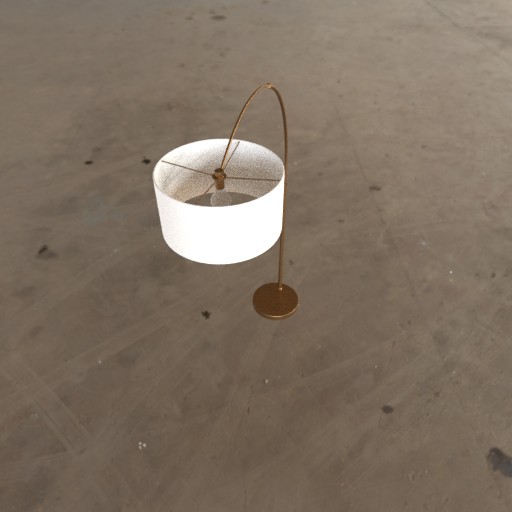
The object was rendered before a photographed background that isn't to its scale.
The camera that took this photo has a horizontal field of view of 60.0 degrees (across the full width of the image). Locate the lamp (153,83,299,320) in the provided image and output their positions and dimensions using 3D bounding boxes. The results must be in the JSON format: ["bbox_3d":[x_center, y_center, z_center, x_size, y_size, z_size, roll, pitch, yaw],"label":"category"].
[{"bbox_3d":[0.000,0.000,2.565,0.493,1.927,1.434,12,43,13],"label":"lamp"}]
